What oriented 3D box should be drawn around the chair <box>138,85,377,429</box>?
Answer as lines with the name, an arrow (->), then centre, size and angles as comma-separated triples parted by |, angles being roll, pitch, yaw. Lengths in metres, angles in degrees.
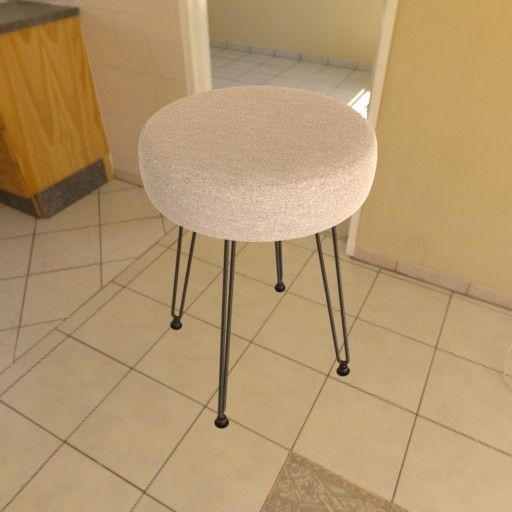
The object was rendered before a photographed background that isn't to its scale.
chair -> 0.000, 0.000, 0.685 | 0.350, 0.440, 0.350 | 12, 41, 14
